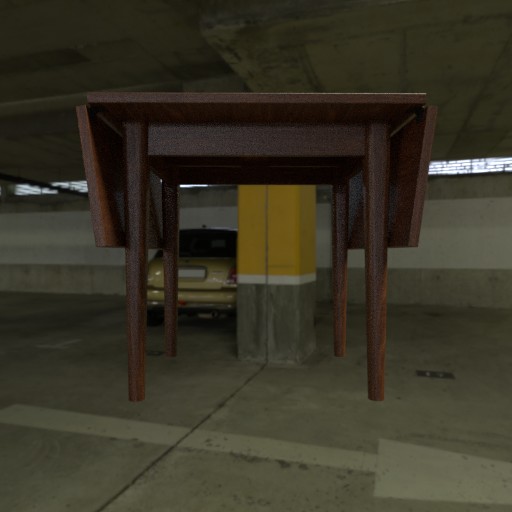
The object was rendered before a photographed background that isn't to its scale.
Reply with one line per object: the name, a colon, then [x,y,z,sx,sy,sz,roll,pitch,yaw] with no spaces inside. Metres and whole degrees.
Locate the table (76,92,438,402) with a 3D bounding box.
table: [0.000,0.000,1.433,0.843,0.763,0.812,0,0,0]
